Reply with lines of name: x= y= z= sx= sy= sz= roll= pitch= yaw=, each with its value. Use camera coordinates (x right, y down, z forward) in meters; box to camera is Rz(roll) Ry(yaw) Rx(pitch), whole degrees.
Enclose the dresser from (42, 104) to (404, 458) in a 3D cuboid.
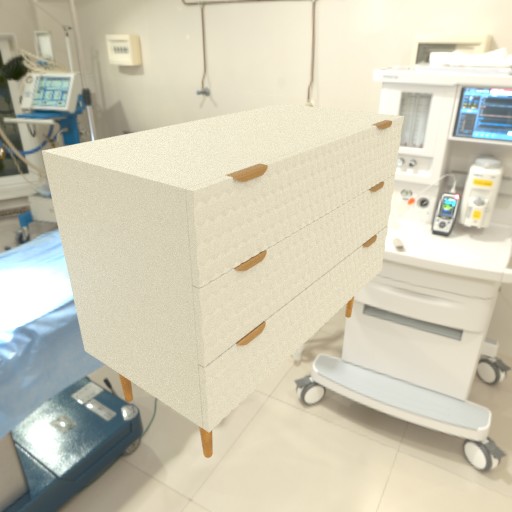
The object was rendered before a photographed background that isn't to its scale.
dresser: x=0.000 y=0.000 z=1.302 sx=0.457 sy=0.721 sz=0.905 roll=19 pitch=32 yaw=33
